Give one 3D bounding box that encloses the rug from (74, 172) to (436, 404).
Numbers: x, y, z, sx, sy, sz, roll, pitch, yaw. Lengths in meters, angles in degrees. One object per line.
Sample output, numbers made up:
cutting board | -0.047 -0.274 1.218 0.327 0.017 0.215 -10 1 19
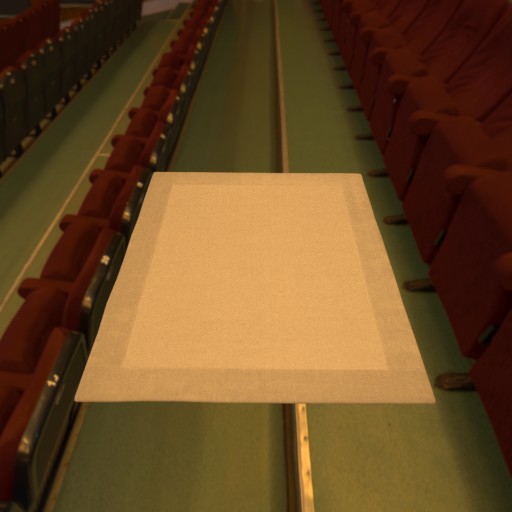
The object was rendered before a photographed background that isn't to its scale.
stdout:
rug | 0.000 0.000 4.071 2.430 0.018 2.976 0 41 0
